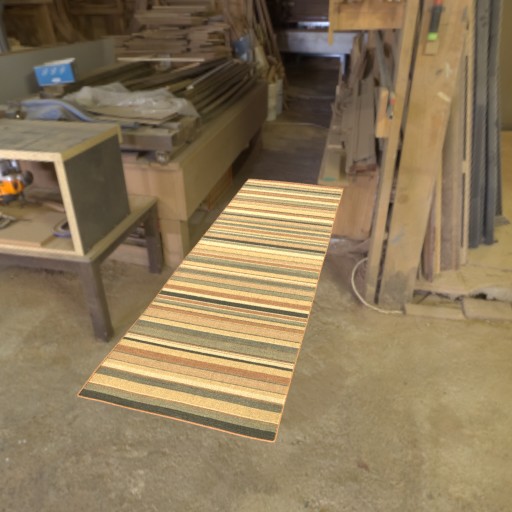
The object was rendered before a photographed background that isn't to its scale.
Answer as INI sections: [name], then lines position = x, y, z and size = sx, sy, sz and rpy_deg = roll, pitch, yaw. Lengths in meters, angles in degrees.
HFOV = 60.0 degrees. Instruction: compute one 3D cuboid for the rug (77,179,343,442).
[rug]
position = 0.000, 0.000, 2.650
size = 0.799, 0.010, 2.444
rpy_deg = 8, 32, 13
